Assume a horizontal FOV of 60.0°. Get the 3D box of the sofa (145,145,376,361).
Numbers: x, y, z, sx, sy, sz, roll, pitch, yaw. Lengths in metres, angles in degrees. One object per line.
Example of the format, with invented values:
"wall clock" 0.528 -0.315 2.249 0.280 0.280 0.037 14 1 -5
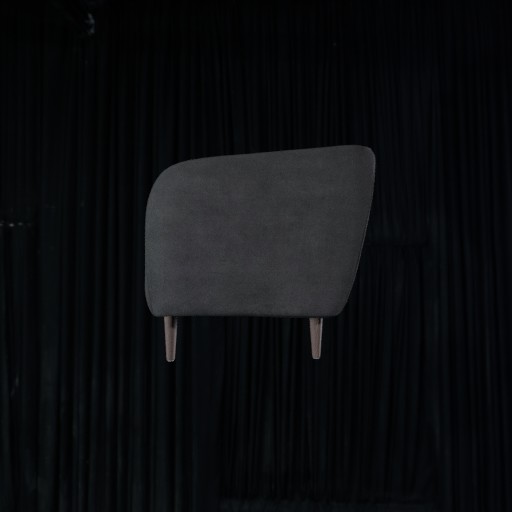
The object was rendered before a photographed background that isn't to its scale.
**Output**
"sofa" 0.000 0.000 2.714 0.956 0.875 2.296 0 -1 -1
